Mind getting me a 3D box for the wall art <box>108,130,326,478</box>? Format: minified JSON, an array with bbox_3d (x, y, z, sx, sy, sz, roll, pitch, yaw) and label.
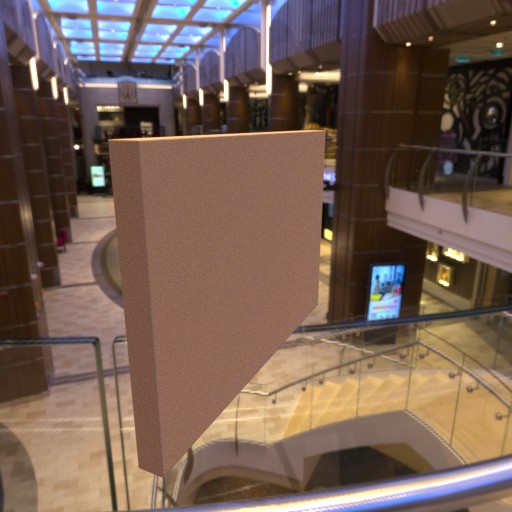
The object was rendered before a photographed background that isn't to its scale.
[{"bbox_3d":[0.000,0.000,0.764,0.039,0.407,0.609,8,19,25],"label":"wall art"}]
